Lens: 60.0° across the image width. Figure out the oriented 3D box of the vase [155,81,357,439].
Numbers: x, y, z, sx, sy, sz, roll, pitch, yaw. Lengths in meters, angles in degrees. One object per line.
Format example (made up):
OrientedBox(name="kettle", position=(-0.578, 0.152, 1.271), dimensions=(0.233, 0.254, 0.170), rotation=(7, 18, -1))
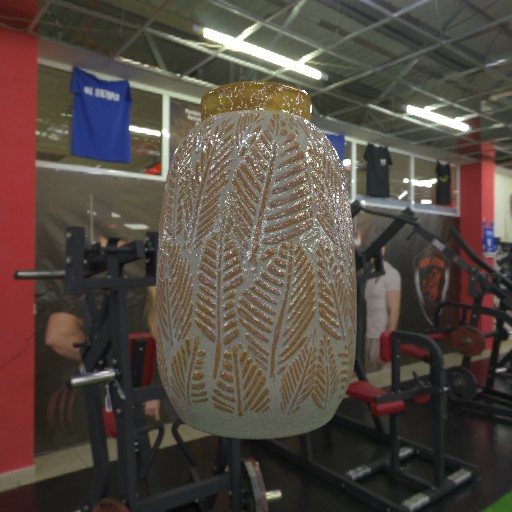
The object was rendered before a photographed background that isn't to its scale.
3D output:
OrientedBox(name="vase", position=(0.000, 0.000, 0.388), dimensions=(0.172, 0.270, 0.172), rotation=(0, 0, 0))
